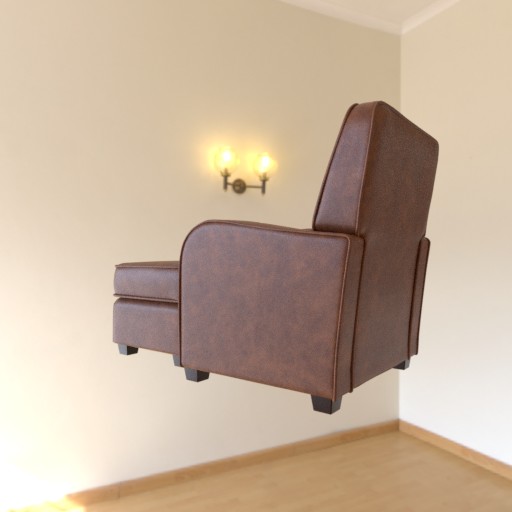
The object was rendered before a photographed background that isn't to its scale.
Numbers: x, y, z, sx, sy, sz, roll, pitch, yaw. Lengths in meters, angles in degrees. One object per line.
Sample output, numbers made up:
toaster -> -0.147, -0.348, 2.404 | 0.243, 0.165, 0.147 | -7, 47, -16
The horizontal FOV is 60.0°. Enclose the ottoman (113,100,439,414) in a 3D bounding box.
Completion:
ottoman -> 0.000, 0.000, 1.846 | 1.314, 0.904, 0.732 | 0, 0, 37
